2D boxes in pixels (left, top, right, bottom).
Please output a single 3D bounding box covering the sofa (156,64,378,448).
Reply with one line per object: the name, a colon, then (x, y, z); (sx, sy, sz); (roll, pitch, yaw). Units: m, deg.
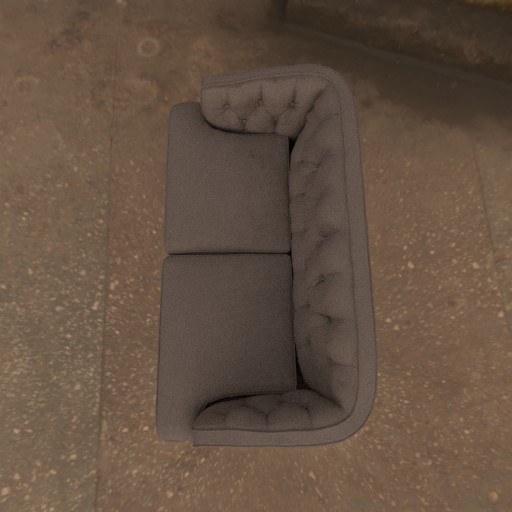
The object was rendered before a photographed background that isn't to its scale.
sofa: (0.000, 0.000, 2.229); (0.941, 0.855, 1.733); (-1, 75, 0)
